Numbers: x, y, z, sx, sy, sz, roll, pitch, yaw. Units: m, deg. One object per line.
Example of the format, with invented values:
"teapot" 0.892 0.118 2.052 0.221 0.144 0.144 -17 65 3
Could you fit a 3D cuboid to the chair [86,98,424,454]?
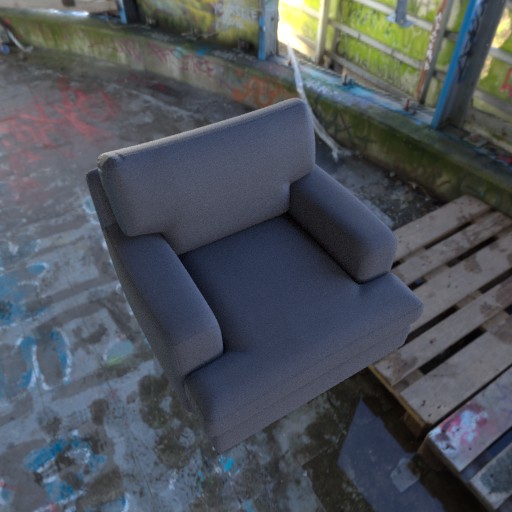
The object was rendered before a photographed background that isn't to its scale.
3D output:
"chair" 0.000 0.000 2.031 1.168 0.940 1.143 -23 50 -21
